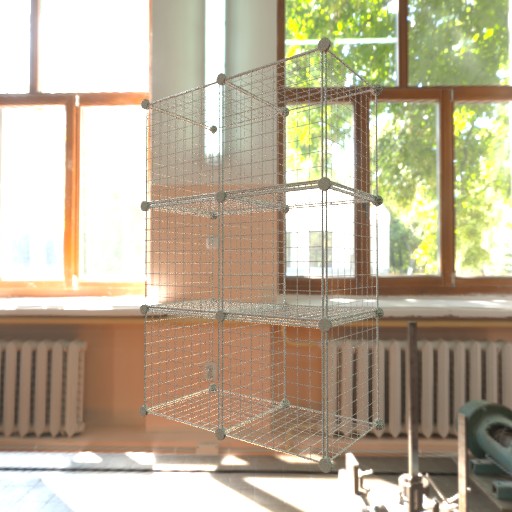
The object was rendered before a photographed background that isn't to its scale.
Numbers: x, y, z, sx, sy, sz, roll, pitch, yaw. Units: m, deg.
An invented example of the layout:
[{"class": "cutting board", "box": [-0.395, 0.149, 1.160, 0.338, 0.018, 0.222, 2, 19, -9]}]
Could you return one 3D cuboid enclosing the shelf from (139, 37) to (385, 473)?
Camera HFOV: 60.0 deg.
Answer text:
[{"class": "shelf", "box": [0.000, 0.000, 1.430, 0.711, 1.067, 0.356, -1, -2, 36]}]
